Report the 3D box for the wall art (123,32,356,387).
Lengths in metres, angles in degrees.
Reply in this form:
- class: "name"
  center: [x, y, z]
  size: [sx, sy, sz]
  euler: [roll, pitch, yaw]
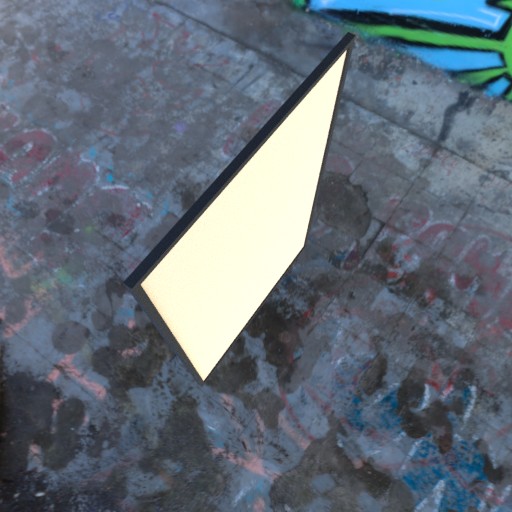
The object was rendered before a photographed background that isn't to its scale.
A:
- class: "wall art"
  center: [0.000, 0.000, 0.836]
  size: [0.013, 0.660, 0.460]
  euler: [33, 69, 14]
